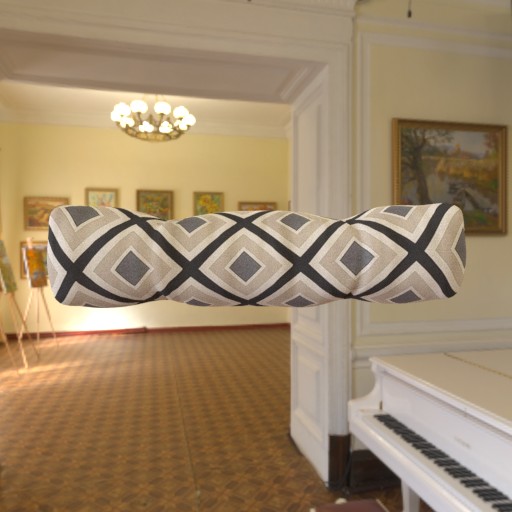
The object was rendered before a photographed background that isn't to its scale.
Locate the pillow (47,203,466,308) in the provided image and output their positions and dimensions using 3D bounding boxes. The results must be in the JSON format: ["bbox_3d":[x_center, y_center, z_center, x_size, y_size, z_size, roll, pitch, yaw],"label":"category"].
[{"bbox_3d":[0.000,0.000,0.725,0.490,0.128,0.468,0,0,0],"label":"pillow"}]
